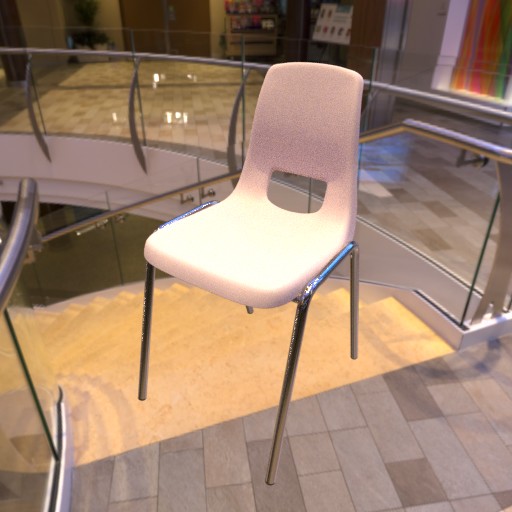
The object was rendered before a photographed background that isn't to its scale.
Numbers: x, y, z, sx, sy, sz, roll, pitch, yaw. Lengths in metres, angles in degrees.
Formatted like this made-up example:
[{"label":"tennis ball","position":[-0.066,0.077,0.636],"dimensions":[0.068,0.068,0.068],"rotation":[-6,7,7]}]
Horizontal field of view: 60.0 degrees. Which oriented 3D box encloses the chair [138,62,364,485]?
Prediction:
[{"label":"chair","position":[0.000,0.000,0.925],"dimensions":[0.381,0.704,0.436],"rotation":[20,35,30]}]
